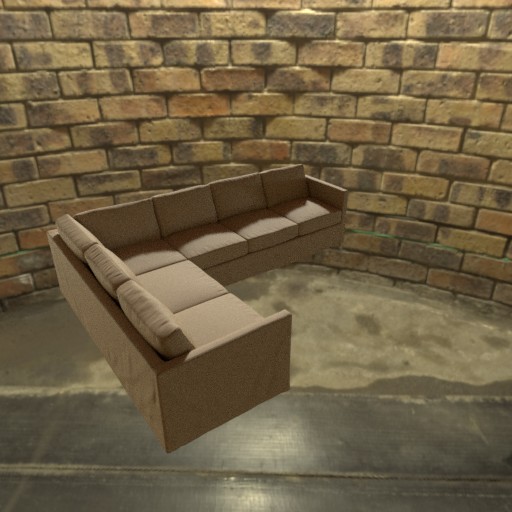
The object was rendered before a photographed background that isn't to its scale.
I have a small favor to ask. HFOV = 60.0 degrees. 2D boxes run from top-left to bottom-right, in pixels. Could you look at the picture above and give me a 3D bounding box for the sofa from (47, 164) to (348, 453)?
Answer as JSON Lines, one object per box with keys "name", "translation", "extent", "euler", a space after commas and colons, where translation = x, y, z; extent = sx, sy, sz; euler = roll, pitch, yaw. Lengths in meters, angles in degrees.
{"name": "sofa", "translation": [0.000, 0.000, 4.289], "extent": [3.182, 0.871, 2.432], "euler": [-19, 33, -32]}
